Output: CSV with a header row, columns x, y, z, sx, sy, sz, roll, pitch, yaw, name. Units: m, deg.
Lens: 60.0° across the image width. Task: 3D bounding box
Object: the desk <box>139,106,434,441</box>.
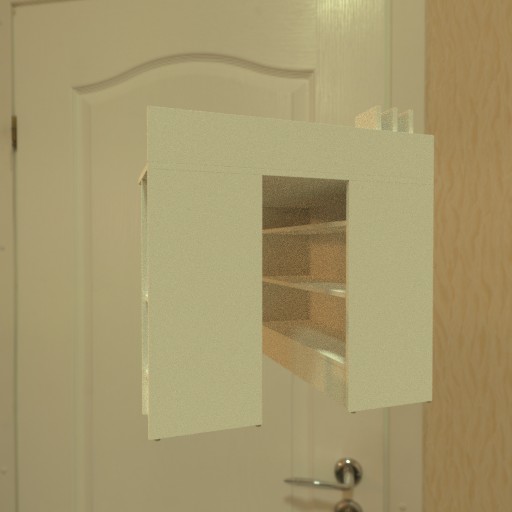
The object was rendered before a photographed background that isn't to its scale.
x,y,z,sx,sy,sz,roll,pitch,yaw,name
0.000,0.000,1.786,0.940,0.986,0.940,0,1,-19,desk
